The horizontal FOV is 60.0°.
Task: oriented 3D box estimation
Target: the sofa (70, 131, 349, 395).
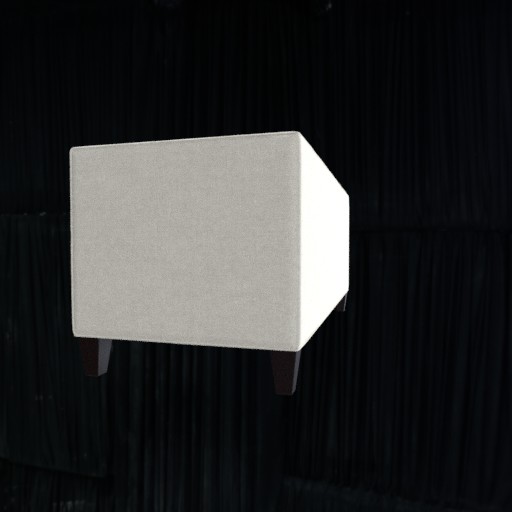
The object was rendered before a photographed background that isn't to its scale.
[{"bbox_3d":[0.000,0.000,2.209,0.775,0.762,1.778,0,2,16],"label":"sofa"}]
